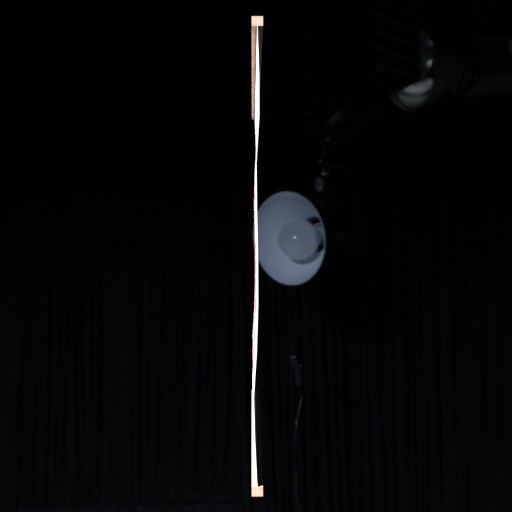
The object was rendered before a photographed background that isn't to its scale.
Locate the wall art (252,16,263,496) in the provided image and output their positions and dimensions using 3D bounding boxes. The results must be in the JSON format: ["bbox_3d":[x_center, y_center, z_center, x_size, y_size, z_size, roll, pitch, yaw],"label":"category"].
[{"bbox_3d":[0.000,0.000,0.635,0.012,0.508,0.332,0,1,0],"label":"wall art"}]
